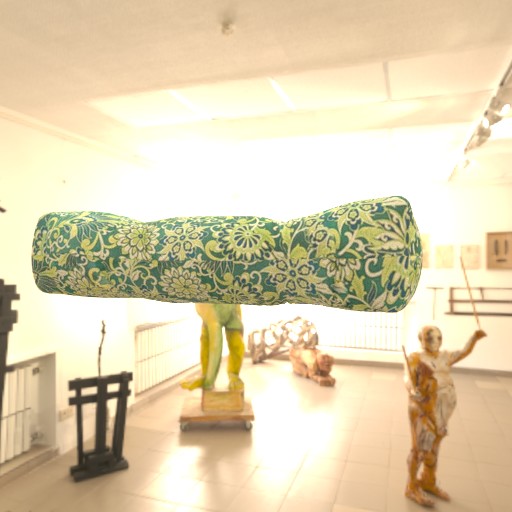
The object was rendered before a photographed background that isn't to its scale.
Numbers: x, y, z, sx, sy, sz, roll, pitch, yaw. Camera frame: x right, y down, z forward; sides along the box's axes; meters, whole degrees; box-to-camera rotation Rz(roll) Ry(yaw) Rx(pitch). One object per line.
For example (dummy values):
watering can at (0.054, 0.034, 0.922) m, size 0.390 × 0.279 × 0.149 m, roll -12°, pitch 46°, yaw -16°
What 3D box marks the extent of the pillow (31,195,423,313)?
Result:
pillow at (0.000, 0.000, 0.715) m, size 0.490 × 0.128 × 0.468 m, roll 0°, pitch 0°, yaw 18°
